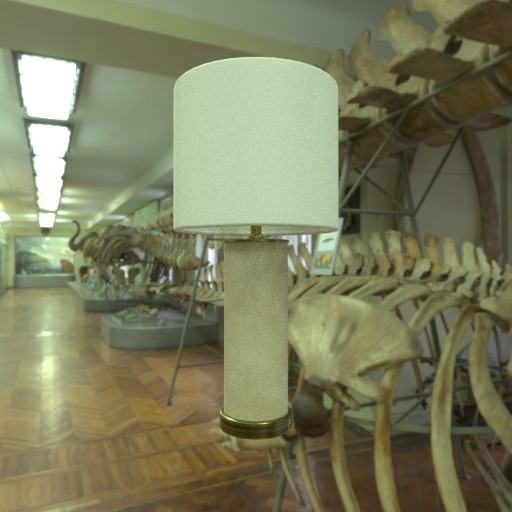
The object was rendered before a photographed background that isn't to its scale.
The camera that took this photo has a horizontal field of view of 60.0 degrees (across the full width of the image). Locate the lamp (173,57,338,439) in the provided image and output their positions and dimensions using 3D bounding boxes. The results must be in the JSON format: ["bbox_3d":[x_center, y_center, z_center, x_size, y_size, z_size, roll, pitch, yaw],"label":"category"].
[{"bbox_3d":[0.000,0.000,0.834,0.305,0.634,0.305,0,-1,34],"label":"lamp"}]
